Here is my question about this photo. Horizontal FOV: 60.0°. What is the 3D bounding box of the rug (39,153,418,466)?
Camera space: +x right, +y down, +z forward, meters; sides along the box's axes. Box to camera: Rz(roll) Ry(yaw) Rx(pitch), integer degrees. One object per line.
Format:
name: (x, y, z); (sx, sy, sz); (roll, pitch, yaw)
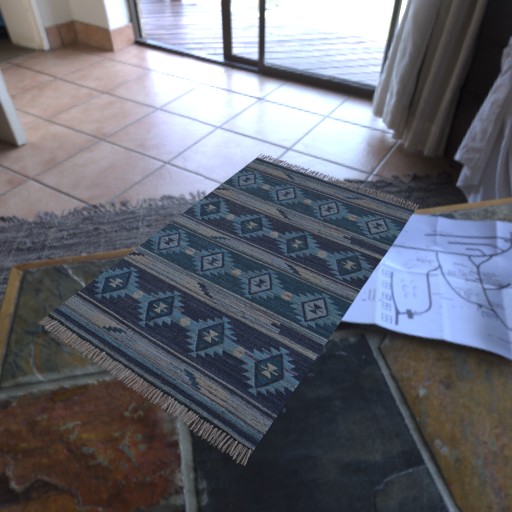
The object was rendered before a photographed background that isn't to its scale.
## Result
rug: (0.000, 0.000, 2.418); (1.181, 0.028, 1.936); (24, 47, 24)
